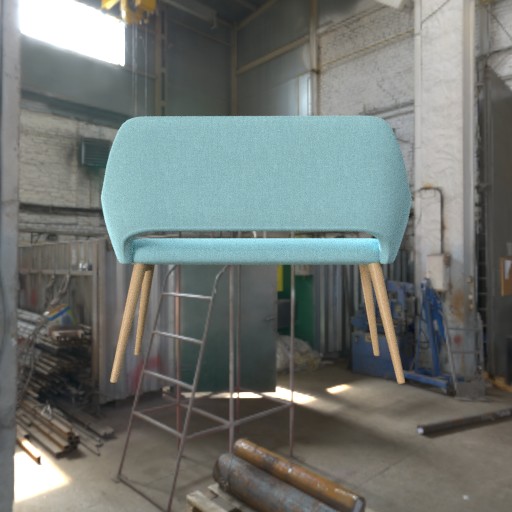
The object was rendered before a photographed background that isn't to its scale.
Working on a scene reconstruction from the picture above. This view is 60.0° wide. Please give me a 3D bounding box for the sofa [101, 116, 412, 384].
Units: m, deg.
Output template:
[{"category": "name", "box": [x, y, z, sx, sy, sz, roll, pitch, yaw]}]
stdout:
[{"category": "sofa", "box": [0.000, 0.000, 1.622, 1.150, 0.840, 0.610, 0, -1, 1]}]
